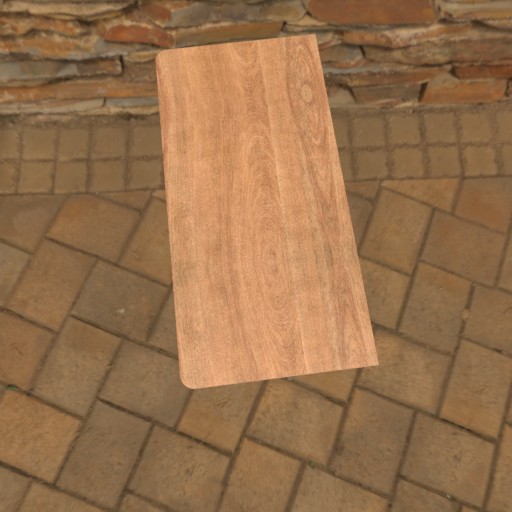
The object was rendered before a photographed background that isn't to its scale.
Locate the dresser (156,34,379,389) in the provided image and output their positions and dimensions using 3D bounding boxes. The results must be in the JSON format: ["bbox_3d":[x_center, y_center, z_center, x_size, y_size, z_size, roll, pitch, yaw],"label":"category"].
[{"bbox_3d":[0.000,0.000,1.832,0.484,1.318,0.973,-7,75,-2],"label":"dresser"}]
